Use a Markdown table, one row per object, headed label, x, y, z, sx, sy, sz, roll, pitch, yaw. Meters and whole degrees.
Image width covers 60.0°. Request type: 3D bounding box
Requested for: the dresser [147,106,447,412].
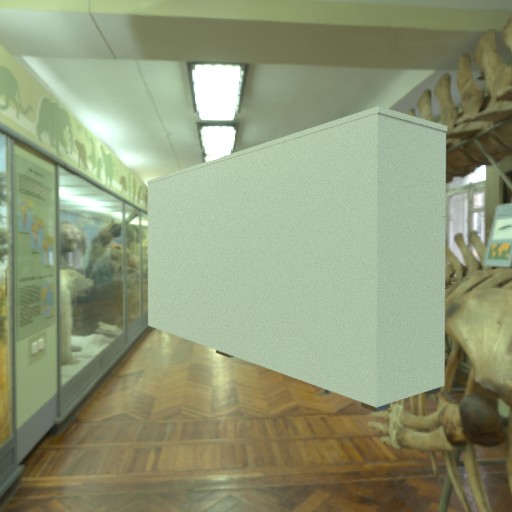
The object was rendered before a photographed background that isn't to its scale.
| label | x | y | z | sx | sy | sz | roll | pitch | yaw |
| --- | --- | --- | --- | --- | --- | --- | --- | --- | --- |
| dresser | 0.000 | 0.000 | 1.862 | 0.333 | 0.790 | 1.535 | -1 | 1 | -36 |
